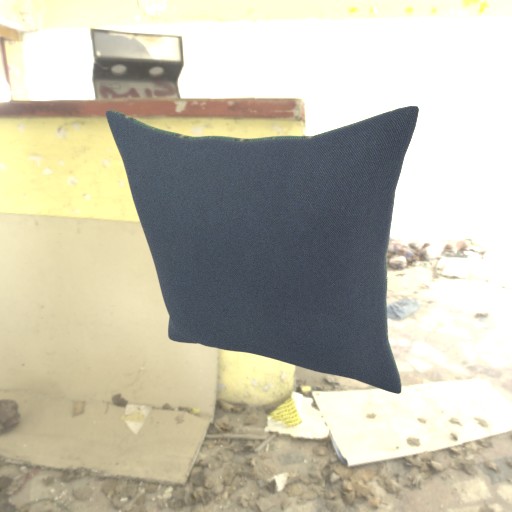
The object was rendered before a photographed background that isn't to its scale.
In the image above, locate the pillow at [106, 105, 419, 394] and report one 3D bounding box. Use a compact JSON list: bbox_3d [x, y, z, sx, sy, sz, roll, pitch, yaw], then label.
[{"bbox_3d":[0.000,0.000,0.682,0.453,0.430,0.200,8,18,26],"label":"pillow"}]
